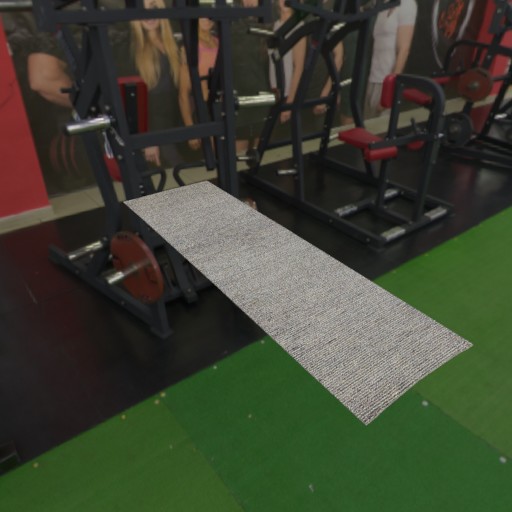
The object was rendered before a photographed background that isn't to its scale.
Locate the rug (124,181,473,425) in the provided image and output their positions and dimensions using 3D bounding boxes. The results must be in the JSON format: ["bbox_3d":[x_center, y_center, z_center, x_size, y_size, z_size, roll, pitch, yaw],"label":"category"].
[{"bbox_3d":[0.000,0.000,2.569,0.697,0.013,2.335,-21,37,-30],"label":"rug"}]
